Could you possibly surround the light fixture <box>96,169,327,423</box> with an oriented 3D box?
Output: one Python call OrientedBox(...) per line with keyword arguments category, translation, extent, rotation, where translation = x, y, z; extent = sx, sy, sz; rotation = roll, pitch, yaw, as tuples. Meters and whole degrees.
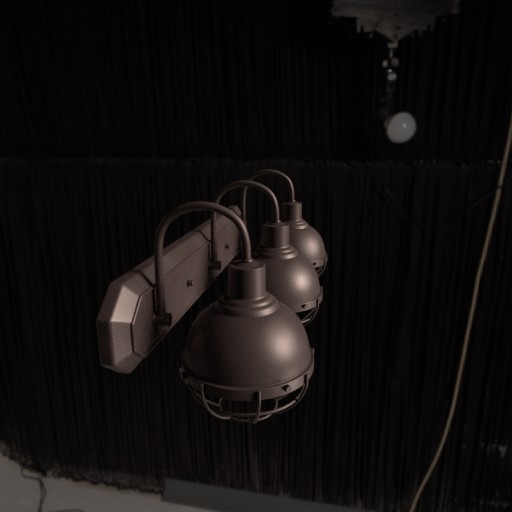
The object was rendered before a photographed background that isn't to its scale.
OrientedBox(category="light fixture", translation=(0.000, 0.000, 0.753), extent=(0.229, 0.254, 0.634), rotation=(3, 16, 10))
